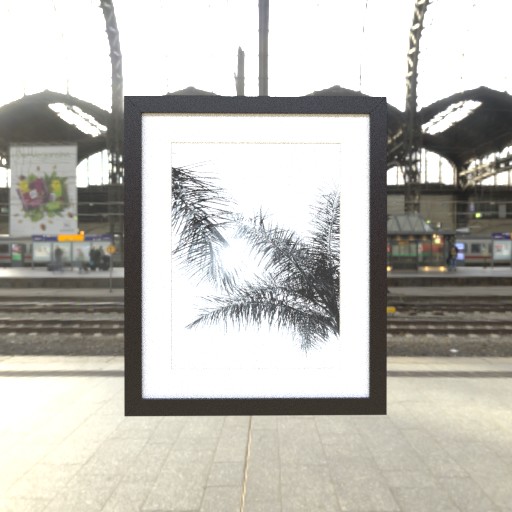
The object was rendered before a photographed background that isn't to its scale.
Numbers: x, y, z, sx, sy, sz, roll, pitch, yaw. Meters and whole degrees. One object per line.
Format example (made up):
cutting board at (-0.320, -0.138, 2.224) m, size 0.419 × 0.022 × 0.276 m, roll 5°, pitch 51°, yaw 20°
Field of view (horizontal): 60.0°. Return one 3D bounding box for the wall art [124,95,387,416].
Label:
wall art at (0.000, 0.000, 0.785) m, size 0.457 × 0.557 × 0.028 m, roll 0°, pitch 0°, yaw -1°
